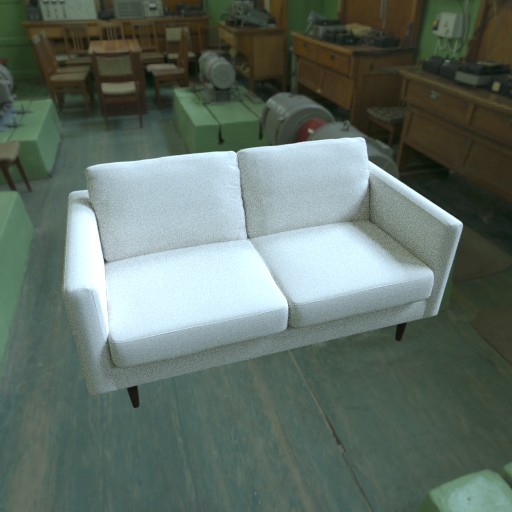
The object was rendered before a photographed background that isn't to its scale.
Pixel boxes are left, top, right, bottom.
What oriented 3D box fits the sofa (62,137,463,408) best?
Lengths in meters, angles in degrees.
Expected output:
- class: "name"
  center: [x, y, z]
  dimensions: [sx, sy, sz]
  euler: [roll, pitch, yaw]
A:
- class: "sofa"
  center: [0.000, 0.000, 2.226]
  dimensions: [1.713, 0.893, 0.940]
  euler: [-10, 34, -15]
